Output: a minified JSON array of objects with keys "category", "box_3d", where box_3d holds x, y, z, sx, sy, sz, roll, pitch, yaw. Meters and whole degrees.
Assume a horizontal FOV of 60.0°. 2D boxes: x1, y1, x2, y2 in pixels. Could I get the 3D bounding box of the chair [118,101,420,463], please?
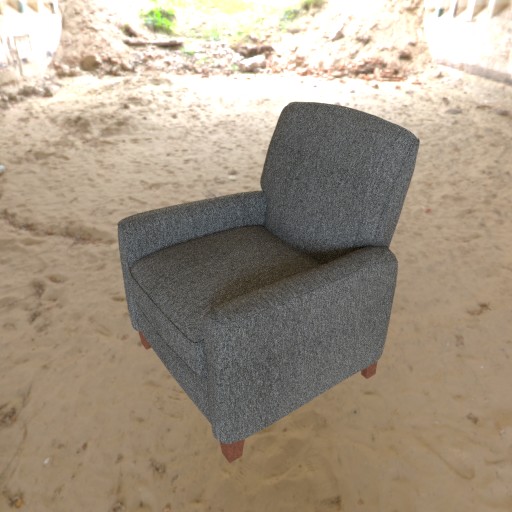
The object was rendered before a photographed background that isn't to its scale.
[{"category":"chair","box_3d":[0.000,0.000,1.689,0.864,1.014,0.848,-19,34,-30]}]
